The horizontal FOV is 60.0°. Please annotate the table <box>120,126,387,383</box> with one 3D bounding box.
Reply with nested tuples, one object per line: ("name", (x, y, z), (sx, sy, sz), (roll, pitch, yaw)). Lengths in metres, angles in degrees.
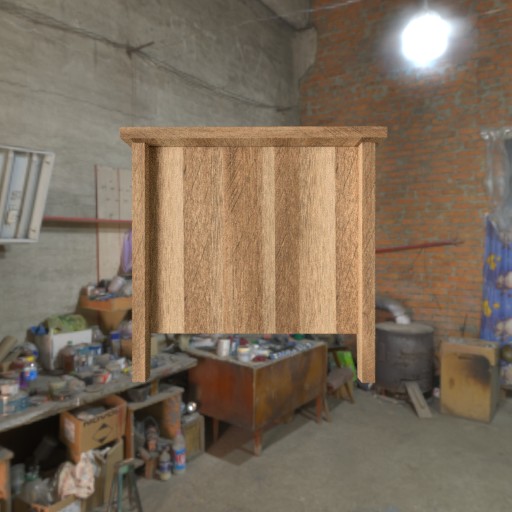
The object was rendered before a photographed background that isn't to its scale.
("table", (0.000, 0.000, 1.363), (0.493, 0.480, 1.095), (0, 0, 1))
